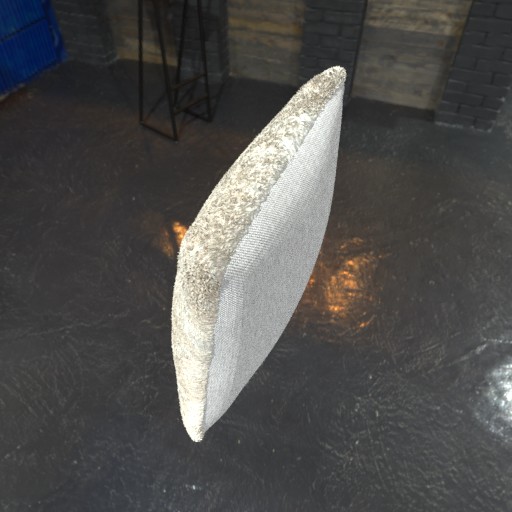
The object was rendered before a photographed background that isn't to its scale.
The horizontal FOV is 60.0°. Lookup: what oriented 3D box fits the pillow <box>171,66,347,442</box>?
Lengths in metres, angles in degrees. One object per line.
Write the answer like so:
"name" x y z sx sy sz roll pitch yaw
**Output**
"pillow" 0.000 0.000 0.806 0.218 0.515 0.529 16 48 15
